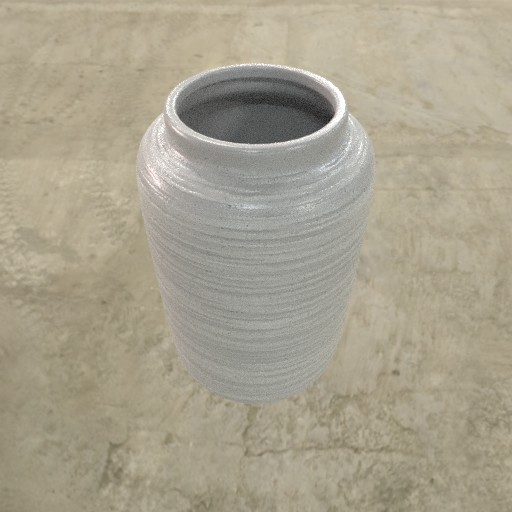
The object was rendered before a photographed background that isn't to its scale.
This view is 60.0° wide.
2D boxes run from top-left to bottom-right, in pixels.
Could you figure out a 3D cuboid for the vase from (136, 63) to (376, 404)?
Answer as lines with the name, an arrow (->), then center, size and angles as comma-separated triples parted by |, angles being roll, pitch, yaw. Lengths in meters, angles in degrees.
vase -> 0.000, 0.000, 0.452 | 0.202, 0.335, 0.202 | 0, 46, 0
